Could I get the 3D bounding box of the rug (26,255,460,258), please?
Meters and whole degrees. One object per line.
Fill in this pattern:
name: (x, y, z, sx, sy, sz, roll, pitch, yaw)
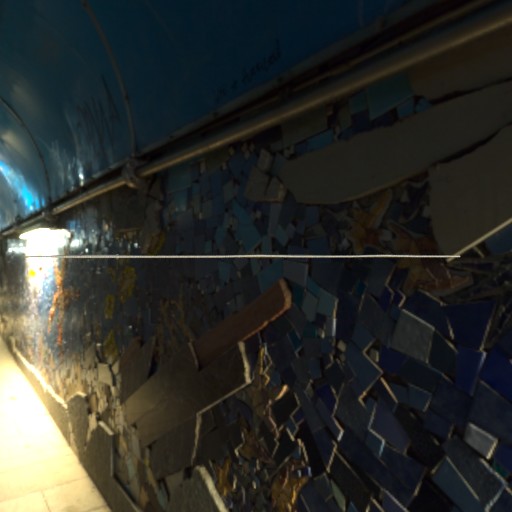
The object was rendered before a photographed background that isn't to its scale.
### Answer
rug: (0.000, 0.000, 2.736, 2.439, 0.013, 0.762, 0, 0, -19)
